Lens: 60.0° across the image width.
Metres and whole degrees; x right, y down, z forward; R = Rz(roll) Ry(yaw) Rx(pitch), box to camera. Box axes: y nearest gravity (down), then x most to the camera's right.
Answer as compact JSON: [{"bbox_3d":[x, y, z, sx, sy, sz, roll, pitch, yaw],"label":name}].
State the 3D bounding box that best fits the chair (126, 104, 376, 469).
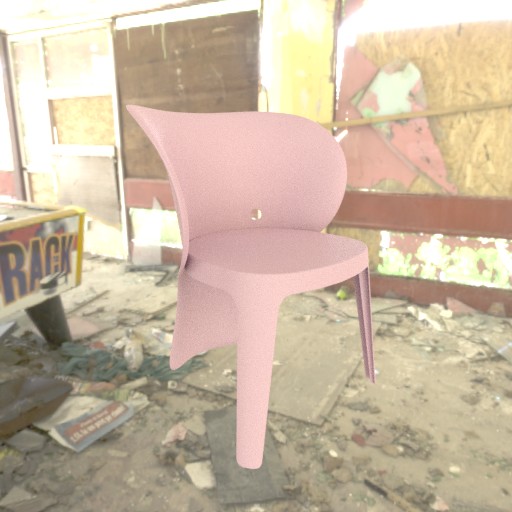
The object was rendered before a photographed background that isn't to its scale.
[{"bbox_3d":[0.000,0.000,0.859,0.451,0.554,0.402,-15,21,-43],"label":"chair"}]
